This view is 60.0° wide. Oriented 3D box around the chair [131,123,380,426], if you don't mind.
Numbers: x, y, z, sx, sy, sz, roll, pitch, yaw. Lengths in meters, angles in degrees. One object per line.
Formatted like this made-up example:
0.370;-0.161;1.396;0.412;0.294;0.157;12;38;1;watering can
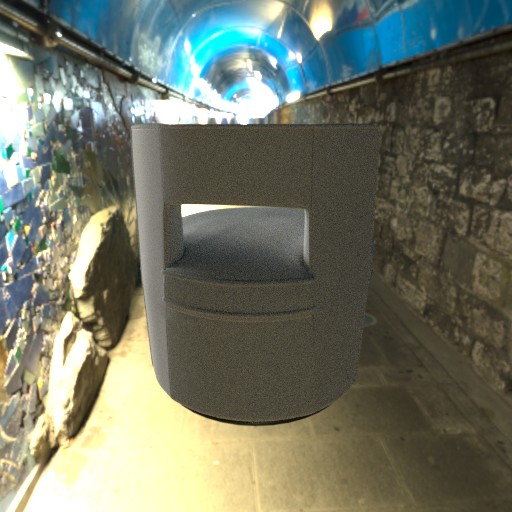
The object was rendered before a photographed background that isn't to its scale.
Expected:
0.000;0.000;1.261;0.650;0.723;0.665;3;17;9;chair
